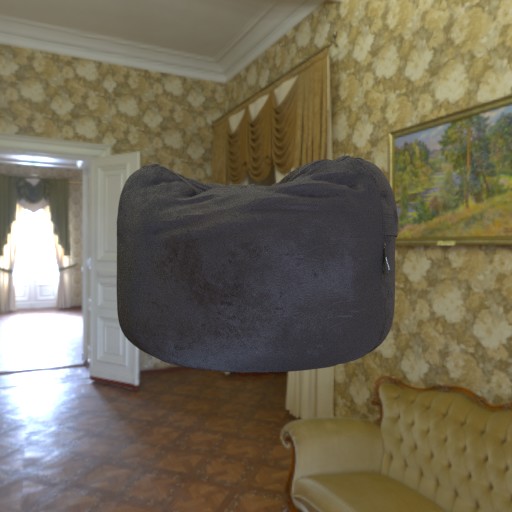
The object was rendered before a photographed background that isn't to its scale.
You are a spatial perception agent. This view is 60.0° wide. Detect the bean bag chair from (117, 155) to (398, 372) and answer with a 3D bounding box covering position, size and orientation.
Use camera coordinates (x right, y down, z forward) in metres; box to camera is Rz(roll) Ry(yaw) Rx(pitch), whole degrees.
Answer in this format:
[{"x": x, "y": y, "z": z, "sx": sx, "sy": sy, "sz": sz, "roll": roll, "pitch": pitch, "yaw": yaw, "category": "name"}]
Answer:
[{"x": 0.000, "y": 0.000, "z": 1.501, "sx": 0.918, "sy": 0.605, "sz": 0.918, "roll": 0, "pitch": 0, "yaw": 0, "category": "bean bag chair"}]
